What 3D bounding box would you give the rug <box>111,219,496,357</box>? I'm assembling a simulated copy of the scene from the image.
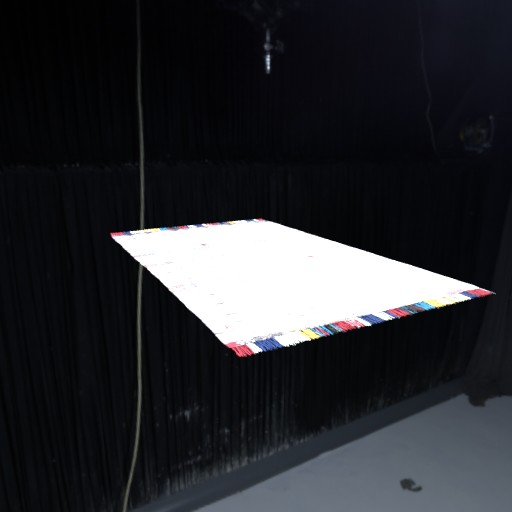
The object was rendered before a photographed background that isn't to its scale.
[{"bbox_3d":[0.000,0.000,2.954,1.465,0.012,2.465,-8,17,-27],"label":"rug"}]
